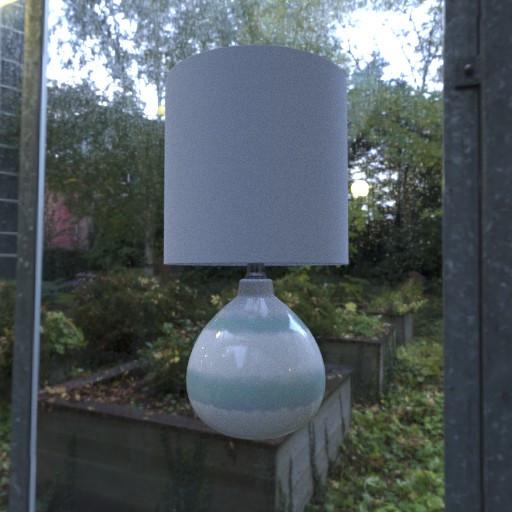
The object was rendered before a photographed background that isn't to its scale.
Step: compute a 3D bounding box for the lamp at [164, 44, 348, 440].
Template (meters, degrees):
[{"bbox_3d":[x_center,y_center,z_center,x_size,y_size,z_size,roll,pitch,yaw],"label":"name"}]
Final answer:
[{"bbox_3d":[0.000,0.000,0.531,0.217,0.404,0.217,-1,-2,37],"label":"lamp"}]
